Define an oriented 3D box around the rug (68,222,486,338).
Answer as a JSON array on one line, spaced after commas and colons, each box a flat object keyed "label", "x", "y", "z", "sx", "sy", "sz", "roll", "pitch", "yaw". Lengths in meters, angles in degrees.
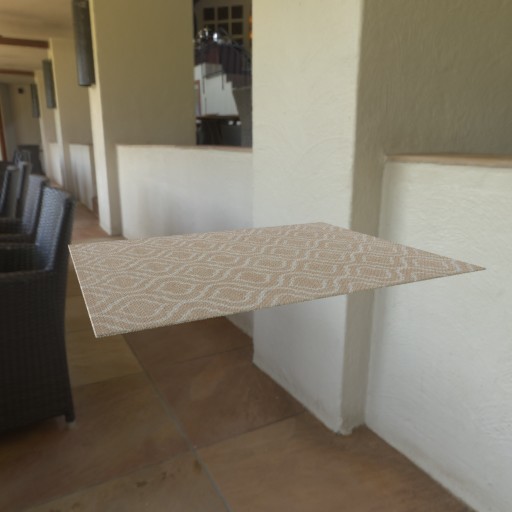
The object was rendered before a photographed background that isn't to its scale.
[{"label": "rug", "x": 0.000, "y": 0.000, "z": 3.851, "sx": 2.894, "sy": 0.013, "sz": 2.286, "roll": -7, "pitch": 16, "yaw": -25}]
